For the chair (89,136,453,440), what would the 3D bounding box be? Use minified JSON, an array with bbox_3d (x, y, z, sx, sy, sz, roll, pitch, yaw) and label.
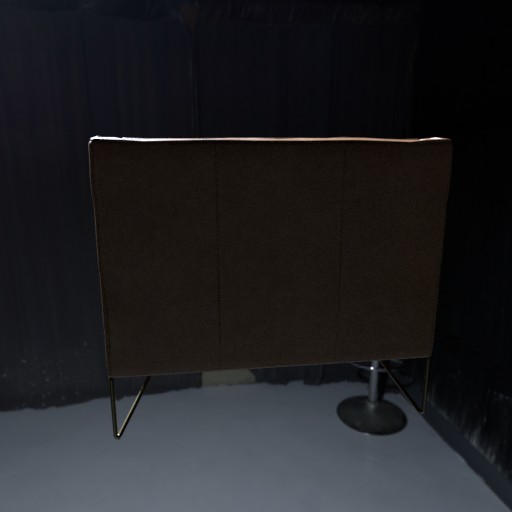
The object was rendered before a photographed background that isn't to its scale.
[{"bbox_3d":[0.000,0.000,1.577,0.920,0.797,0.912,-2,13,-8],"label":"chair"}]
